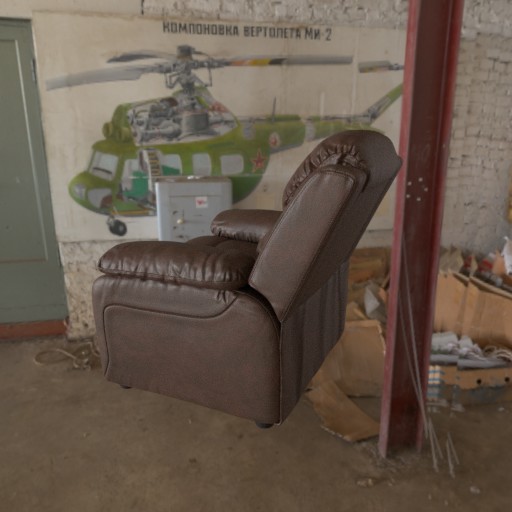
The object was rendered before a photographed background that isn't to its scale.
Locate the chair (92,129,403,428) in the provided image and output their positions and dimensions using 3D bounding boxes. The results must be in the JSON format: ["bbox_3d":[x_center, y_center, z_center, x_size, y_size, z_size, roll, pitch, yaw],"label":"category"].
[{"bbox_3d":[0.000,0.000,1.281,0.707,0.702,0.680,7,17,25],"label":"chair"}]
